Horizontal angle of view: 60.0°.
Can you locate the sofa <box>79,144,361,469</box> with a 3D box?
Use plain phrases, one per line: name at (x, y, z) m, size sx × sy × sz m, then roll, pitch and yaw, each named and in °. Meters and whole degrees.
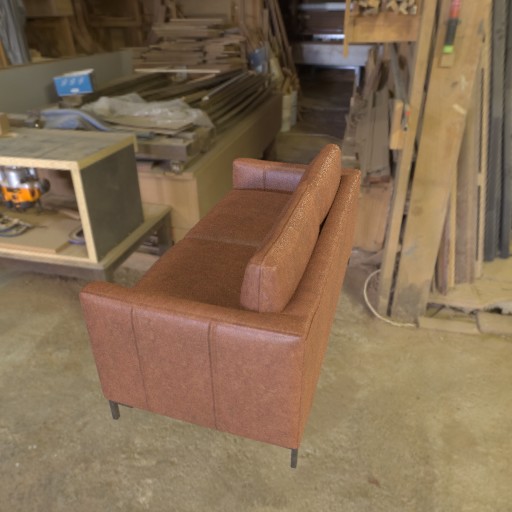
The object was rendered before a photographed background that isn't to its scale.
sofa at (0.000, 0.000, 2.362) m, size 0.899 × 0.883 × 1.797 m, roll 9°, pitch 30°, yaw 15°
